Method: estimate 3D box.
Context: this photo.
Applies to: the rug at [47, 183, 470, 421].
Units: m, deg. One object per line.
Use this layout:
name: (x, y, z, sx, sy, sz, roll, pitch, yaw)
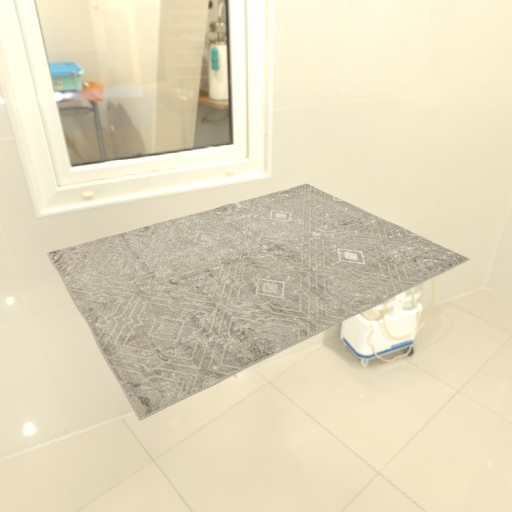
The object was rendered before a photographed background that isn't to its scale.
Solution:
rug: (0.000, 0.000, 4.330, 3.359, 0.020, 2.448, -19, 35, -29)
